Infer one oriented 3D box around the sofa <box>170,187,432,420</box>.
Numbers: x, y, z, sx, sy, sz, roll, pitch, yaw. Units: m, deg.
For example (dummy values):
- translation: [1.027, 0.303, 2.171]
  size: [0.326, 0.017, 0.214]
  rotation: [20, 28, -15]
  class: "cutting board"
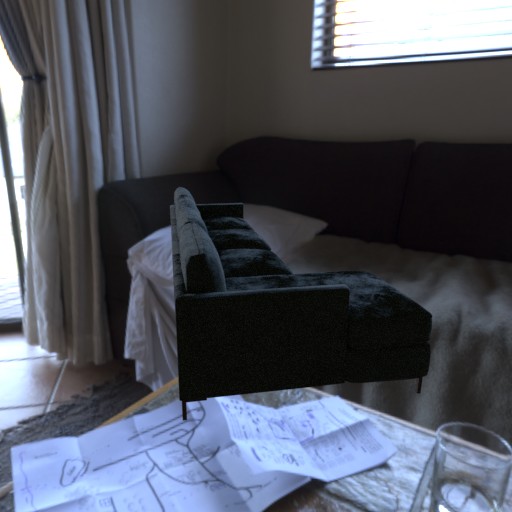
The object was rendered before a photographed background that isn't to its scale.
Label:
- translation: [0.000, 0.000, 4.053]
  size: [1.500, 0.967, 3.400]
  rotation: [-3, 15, -11]
  class: "sofa"
